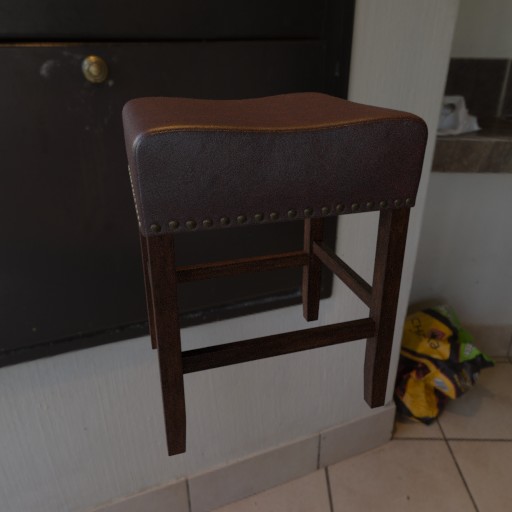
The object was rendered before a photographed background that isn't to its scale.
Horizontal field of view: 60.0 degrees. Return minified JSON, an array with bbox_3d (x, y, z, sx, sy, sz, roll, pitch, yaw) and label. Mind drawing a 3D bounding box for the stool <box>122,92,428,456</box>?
[{"bbox_3d":[0.000,0.000,0.929,0.465,0.608,0.397,-7,26,-15],"label":"stool"}]
